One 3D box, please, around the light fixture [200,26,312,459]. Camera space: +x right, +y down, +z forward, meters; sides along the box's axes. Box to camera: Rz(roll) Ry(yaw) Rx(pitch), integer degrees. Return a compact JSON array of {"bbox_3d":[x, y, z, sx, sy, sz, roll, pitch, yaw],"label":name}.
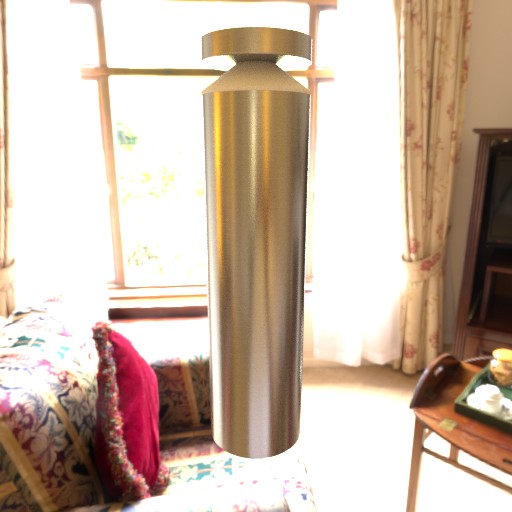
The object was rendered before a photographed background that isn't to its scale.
[{"bbox_3d":[0.000,0.000,0.448,0.102,0.400,0.102,-14,20,-42],"label":"light fixture"}]
